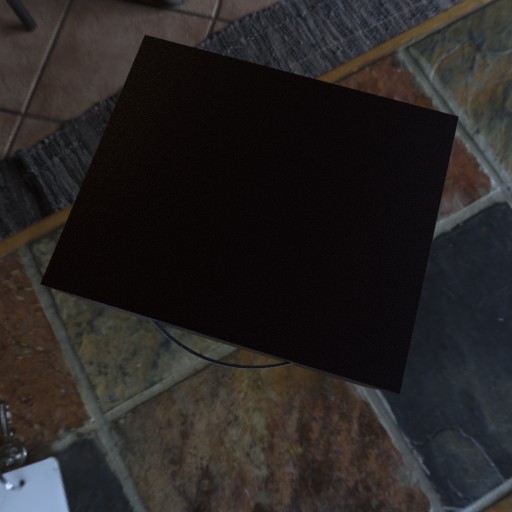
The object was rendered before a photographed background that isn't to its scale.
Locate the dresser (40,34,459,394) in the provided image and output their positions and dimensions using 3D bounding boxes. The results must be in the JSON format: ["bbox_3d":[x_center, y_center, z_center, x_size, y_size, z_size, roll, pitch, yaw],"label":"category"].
[{"bbox_3d":[0.000,0.000,0.732,0.400,0.470,0.360,16,77,4],"label":"dresser"}]
